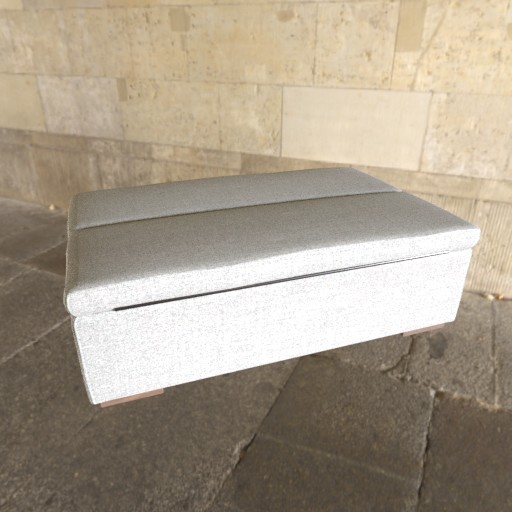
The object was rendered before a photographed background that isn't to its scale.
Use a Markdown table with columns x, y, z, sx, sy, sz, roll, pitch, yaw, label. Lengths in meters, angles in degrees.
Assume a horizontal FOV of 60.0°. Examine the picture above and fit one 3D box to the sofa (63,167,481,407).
| x | y | z | sx | sy | sz | roll | pitch | yaw | label |
| --- | --- | --- | --- | --- | --- | --- | --- | --- | --- |
| 0.000 | 0.000 | 1.636 | 1.250 | 0.434 | 0.817 | -9 | 27 | -17 | sofa |
